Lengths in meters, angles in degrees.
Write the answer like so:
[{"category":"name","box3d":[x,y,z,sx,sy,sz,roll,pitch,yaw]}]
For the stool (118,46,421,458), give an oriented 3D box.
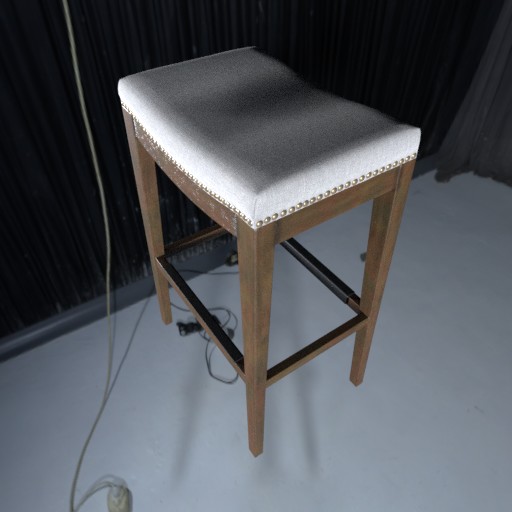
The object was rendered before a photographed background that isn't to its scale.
[{"category":"stool","box3d":[0.000,0.000,1.029,0.356,0.762,0.508,-25,49,-24]}]
